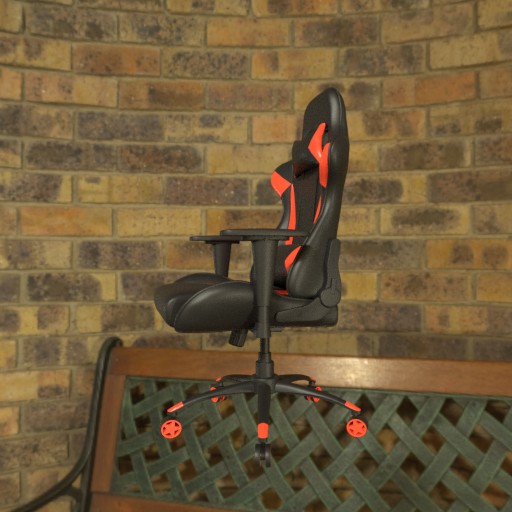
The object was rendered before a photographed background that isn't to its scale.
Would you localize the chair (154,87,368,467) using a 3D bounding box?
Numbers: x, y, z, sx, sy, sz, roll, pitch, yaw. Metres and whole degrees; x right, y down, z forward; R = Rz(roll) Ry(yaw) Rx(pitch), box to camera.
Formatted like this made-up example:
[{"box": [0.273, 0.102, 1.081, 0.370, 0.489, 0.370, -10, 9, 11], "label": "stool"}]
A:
[{"box": [0.000, 0.000, 1.670, 0.730, 1.282, 0.695, 0, 1, -17], "label": "chair"}]
